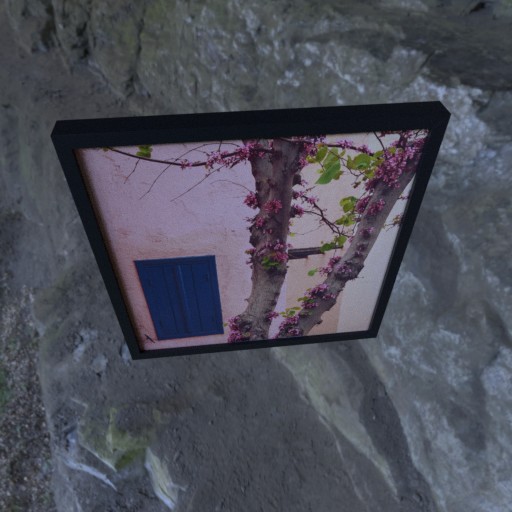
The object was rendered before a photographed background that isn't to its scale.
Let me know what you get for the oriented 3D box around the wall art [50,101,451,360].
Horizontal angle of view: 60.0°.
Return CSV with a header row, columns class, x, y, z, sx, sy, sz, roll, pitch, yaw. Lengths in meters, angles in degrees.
class,x,y,z,sx,sy,sz,roll,pitch,yaw
wall art,0.000,0.000,0.751,0.508,0.508,0.038,-4,45,-4
